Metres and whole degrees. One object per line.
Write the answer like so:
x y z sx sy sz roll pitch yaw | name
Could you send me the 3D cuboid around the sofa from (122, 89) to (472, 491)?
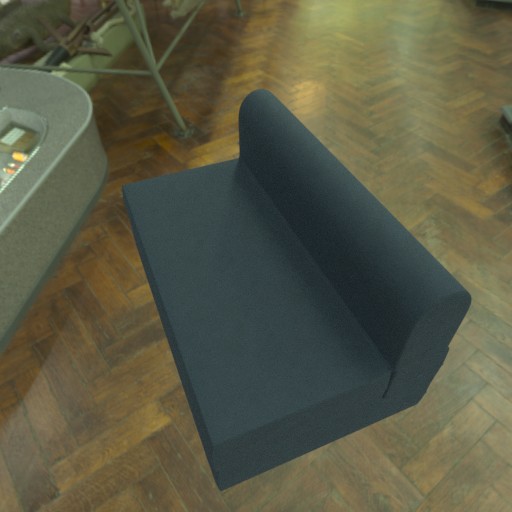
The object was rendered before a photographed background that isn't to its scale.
0.000 0.000 1.620 0.762 0.660 1.219 -17 48 -16 | sofa
